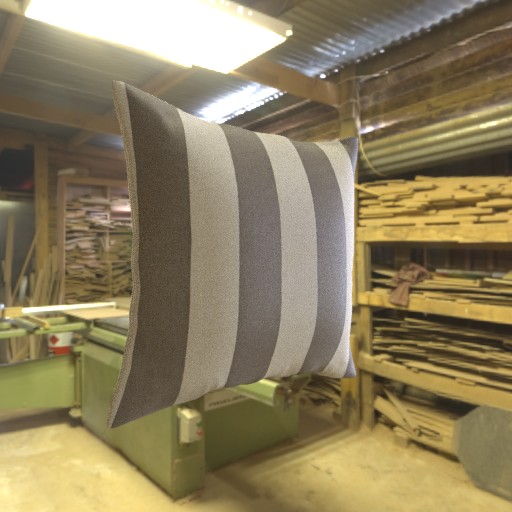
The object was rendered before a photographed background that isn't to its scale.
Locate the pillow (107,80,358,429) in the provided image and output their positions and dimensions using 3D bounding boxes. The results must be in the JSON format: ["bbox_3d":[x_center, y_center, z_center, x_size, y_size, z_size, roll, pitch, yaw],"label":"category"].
[{"bbox_3d":[0.000,0.000,0.785,0.522,0.507,0.192,0,-1,-36],"label":"pillow"}]
